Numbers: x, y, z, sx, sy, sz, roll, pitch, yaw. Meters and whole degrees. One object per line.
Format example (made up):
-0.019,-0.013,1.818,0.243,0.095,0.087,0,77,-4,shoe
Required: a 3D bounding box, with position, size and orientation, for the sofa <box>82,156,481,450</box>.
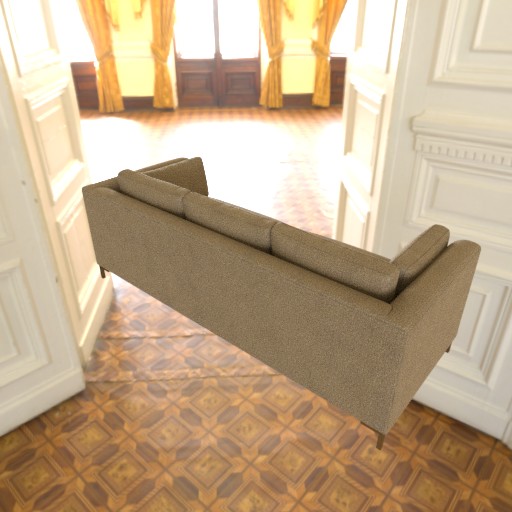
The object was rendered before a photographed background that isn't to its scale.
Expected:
0.000,0.000,2.906,2.415,0.867,0.969,23,37,34,sofa
